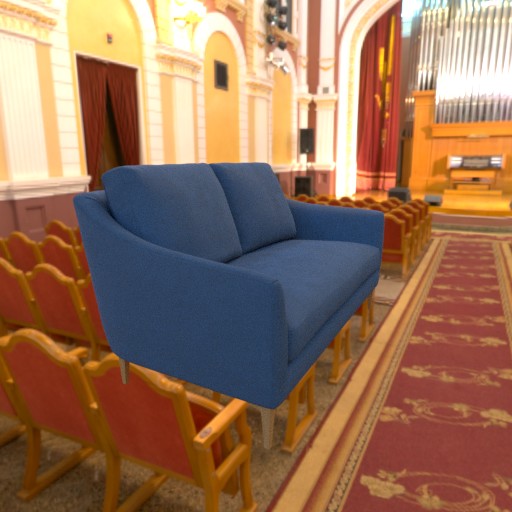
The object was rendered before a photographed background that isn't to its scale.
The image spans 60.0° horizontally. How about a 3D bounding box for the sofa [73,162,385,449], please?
[{"bbox_3d":[0.000,0.000,2.197,0.960,0.902,1.619,6,15,26],"label":"sofa"}]
